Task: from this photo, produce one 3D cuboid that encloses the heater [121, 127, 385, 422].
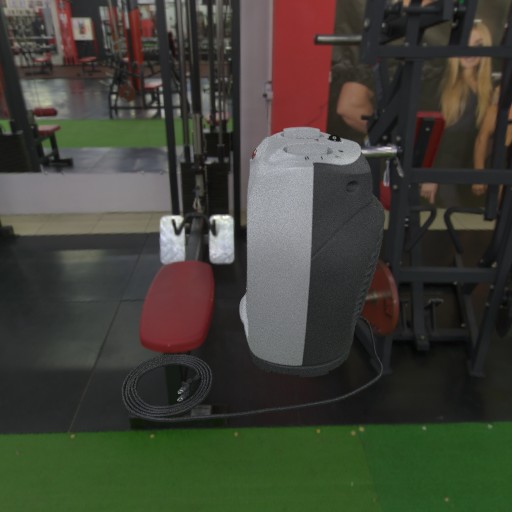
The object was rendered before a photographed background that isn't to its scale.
[{"bbox_3d":[0.000,0.000,0.488,0.291,0.255,0.239,0,28,0],"label":"heater"}]
